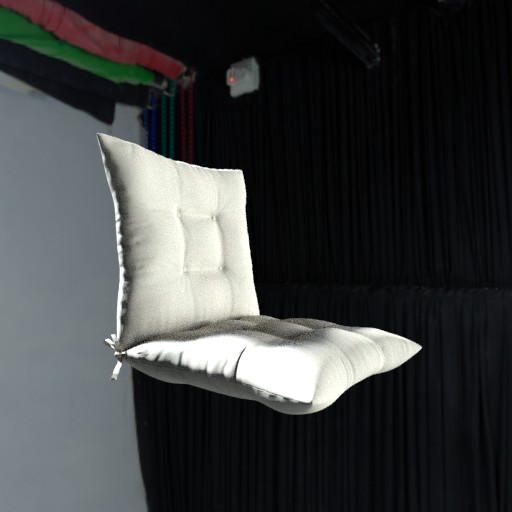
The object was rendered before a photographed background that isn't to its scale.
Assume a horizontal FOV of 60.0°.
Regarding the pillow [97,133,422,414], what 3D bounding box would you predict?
[{"bbox_3d":[0.000,0.000,1.005,0.585,0.536,0.541,-1,-1,37],"label":"pillow"}]
